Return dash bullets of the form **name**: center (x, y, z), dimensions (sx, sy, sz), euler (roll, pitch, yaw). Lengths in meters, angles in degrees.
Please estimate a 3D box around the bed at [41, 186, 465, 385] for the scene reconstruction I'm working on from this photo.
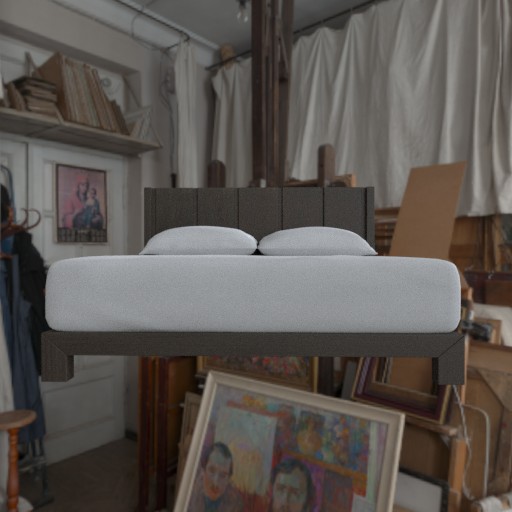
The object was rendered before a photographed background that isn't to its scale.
- **bed**: center (0.000, 0.000, 3.224), dimensions (2.134, 1.270, 2.012), euler (0, 0, 1)
